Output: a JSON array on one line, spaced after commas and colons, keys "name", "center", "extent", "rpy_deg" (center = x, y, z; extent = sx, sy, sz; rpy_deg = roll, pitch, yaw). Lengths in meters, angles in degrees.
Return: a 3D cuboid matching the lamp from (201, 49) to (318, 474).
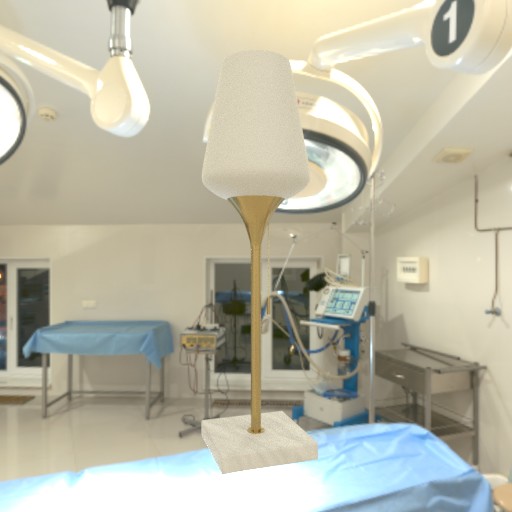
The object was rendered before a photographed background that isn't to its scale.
[{"name": "lamp", "center": [0.000, 0.000, 0.742], "extent": [0.181, 0.639, 0.181], "rpy_deg": [0, 0, -18]}]
